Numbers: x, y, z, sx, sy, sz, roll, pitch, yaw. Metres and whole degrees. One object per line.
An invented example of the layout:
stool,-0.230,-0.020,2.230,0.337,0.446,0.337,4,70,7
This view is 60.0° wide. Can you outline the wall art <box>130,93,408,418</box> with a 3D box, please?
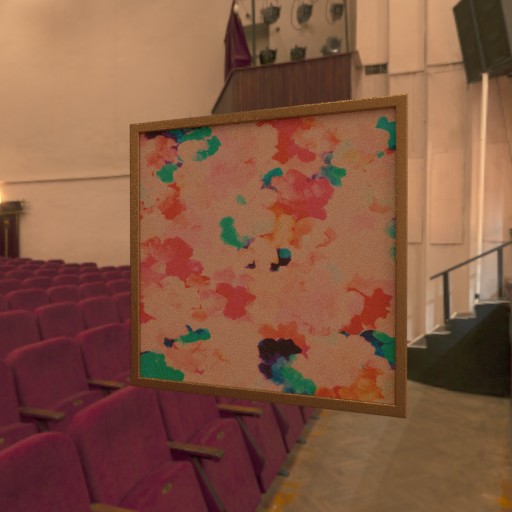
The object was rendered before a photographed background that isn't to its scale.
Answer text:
wall art,0.000,0.000,1.186,0.767,0.765,0.036,0,1,19
